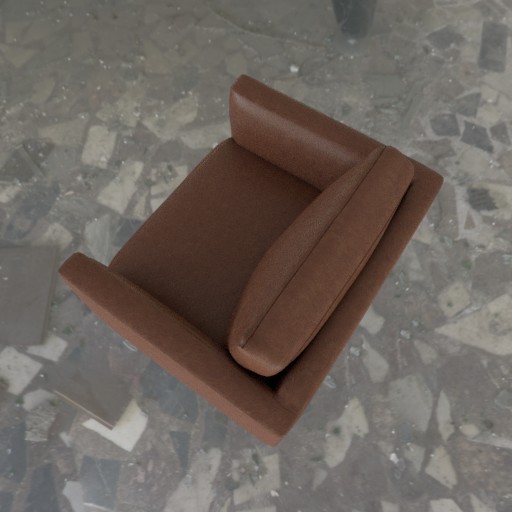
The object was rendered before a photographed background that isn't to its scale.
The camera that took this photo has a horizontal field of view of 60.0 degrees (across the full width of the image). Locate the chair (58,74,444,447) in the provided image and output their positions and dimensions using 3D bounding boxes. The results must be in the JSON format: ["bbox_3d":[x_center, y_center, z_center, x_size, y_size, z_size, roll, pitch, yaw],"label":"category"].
[{"bbox_3d":[0.000,0.000,1.800,0.959,0.917,1.107,32,69,14],"label":"chair"}]
